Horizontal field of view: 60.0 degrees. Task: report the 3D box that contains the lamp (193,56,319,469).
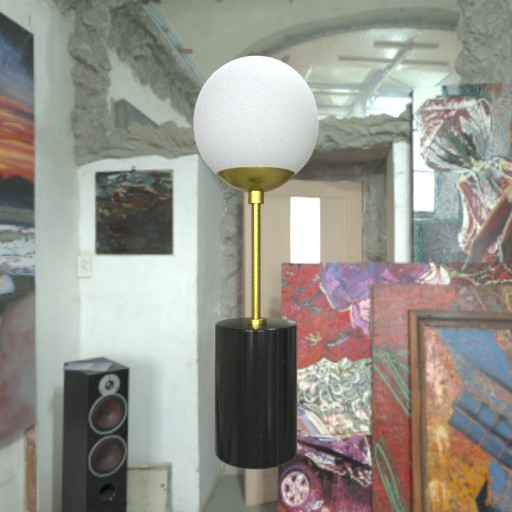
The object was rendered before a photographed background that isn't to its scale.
[{"bbox_3d":[0.000,0.000,0.548,0.153,0.480,0.153,0,0,0],"label":"lamp"}]
